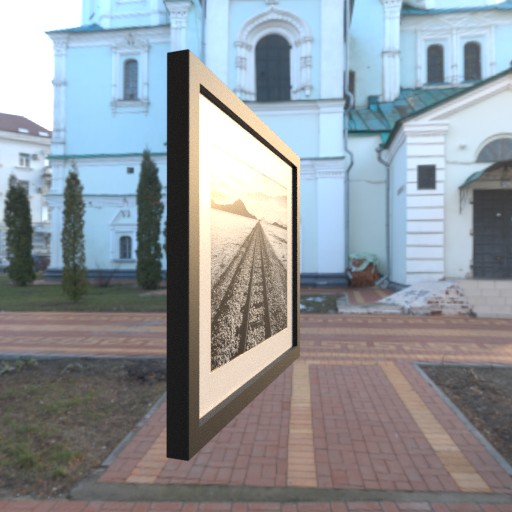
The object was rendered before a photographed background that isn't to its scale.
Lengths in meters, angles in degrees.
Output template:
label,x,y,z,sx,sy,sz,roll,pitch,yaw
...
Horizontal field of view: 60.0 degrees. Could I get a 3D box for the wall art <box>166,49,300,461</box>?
label,x,y,z,sx,sy,sz,roll,pitch,yaw
wall art,0.000,0.000,0.761,0.029,0.458,0.559,0,0,18
